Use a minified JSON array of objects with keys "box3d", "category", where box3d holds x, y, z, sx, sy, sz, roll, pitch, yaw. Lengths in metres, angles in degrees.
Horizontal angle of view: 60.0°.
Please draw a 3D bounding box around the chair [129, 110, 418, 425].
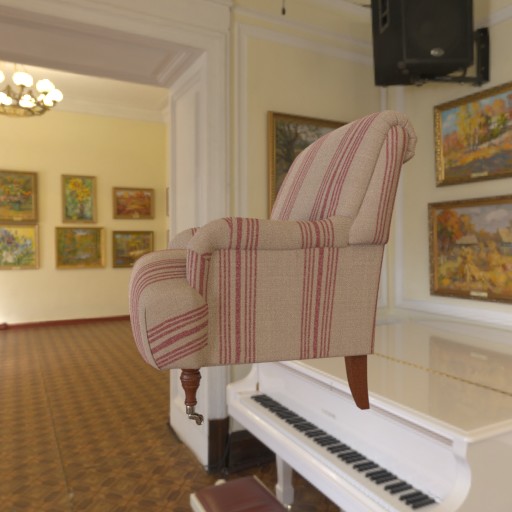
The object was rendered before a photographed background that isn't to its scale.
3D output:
[{"box3d":[0.000,0.000,1.913,1.058,1.123,0.933,0,2,-16],"category":"chair"}]
